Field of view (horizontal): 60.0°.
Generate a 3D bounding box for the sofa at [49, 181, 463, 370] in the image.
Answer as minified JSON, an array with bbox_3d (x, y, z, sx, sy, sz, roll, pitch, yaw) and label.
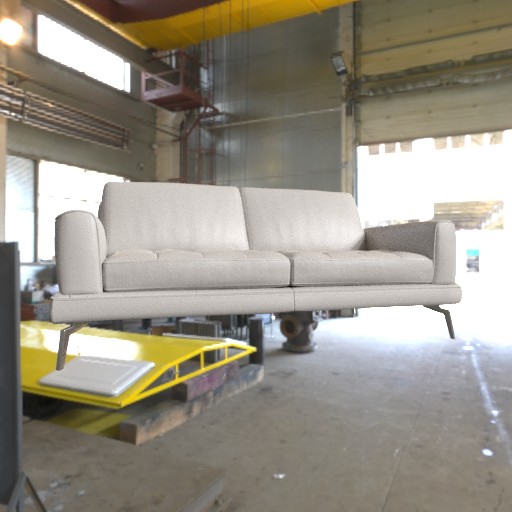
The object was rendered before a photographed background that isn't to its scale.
[{"bbox_3d":[0.000,0.000,2.669,2.177,0.930,1.121,0,0,-19],"label":"sofa"}]
